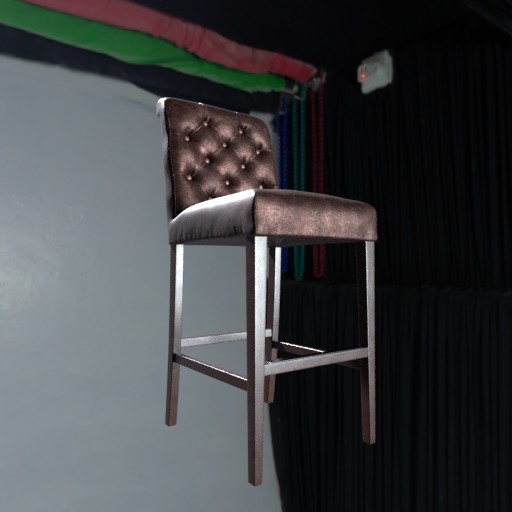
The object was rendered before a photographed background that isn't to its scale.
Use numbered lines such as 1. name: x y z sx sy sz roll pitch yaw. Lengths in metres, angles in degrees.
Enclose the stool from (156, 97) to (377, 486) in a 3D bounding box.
1. stool: 0.000 0.000 1.507 0.483 1.168 0.659 1 -1 -36
